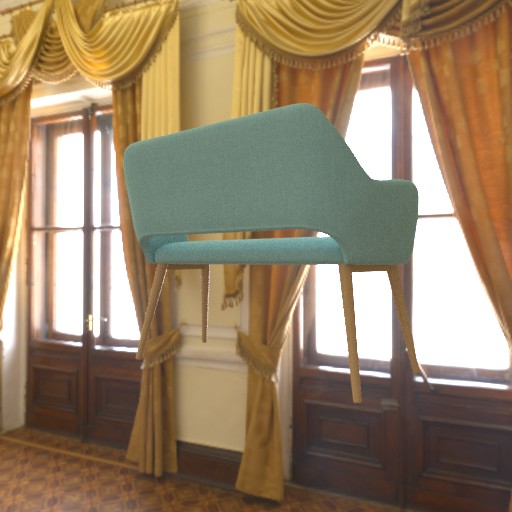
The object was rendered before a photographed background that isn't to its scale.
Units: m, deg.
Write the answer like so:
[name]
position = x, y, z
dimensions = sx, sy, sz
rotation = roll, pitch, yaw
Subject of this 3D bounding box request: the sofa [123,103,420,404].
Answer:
[sofa]
position = 0.000, 0.000, 1.662
dimensions = 1.150, 0.840, 0.610
rotation = 0, -1, 36
